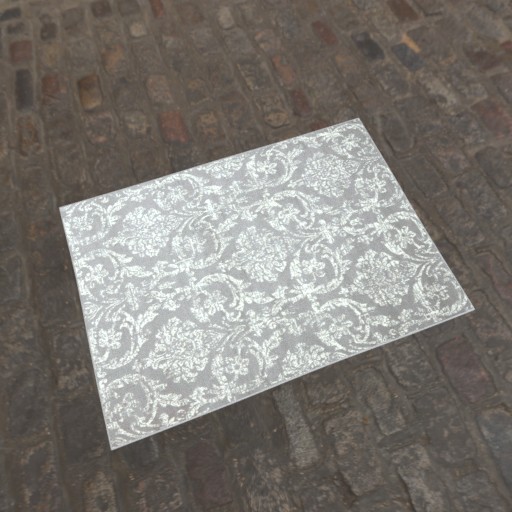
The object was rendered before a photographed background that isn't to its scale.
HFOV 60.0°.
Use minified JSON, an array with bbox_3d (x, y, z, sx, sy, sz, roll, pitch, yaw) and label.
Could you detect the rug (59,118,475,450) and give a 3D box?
[{"bbox_3d":[0.000,0.000,2.794,2.206,0.014,1.578,-19,66,-8],"label":"rug"}]
